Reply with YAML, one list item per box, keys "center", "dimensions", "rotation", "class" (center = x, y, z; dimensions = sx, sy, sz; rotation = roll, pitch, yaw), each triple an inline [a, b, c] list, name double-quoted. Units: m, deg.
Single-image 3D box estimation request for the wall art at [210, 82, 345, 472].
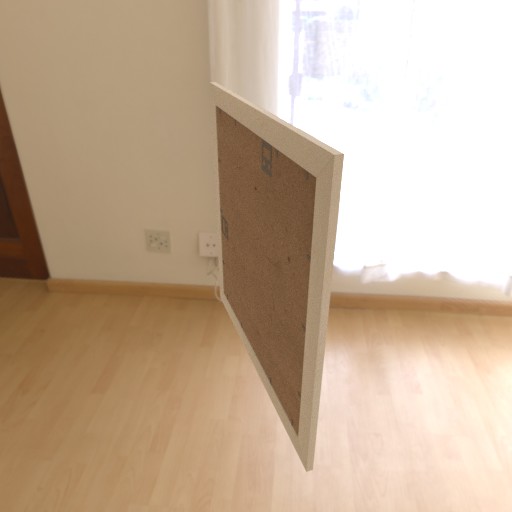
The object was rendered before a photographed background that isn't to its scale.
- center: [0.000, 0.000, 0.902]
  dimensions: [0.013, 0.584, 0.584]
  rotation: [-10, 31, -17]
  class: "wall art"
